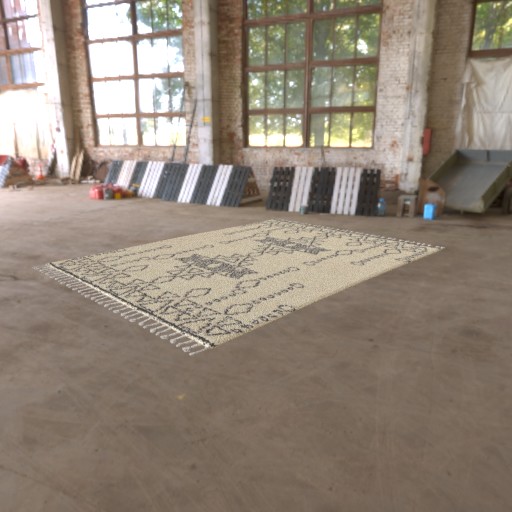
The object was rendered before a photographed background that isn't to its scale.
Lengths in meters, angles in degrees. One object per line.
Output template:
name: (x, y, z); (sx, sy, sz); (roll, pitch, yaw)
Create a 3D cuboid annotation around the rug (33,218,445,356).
rug: (0.000, 0.000, 3.887); (2.125, 0.028, 3.027); (15, 21, 43)
